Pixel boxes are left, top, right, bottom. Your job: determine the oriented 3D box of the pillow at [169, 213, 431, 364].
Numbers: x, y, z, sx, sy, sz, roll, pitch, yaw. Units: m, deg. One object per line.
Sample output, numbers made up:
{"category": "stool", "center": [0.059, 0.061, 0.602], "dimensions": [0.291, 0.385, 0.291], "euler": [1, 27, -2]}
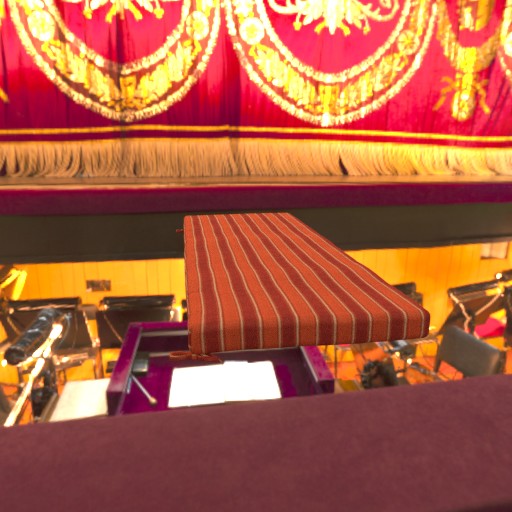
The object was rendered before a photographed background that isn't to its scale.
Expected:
{"category": "pillow", "center": [0.000, 0.000, 1.341], "dimensions": [0.492, 0.081, 1.187], "euler": [-2, 15, -9]}
